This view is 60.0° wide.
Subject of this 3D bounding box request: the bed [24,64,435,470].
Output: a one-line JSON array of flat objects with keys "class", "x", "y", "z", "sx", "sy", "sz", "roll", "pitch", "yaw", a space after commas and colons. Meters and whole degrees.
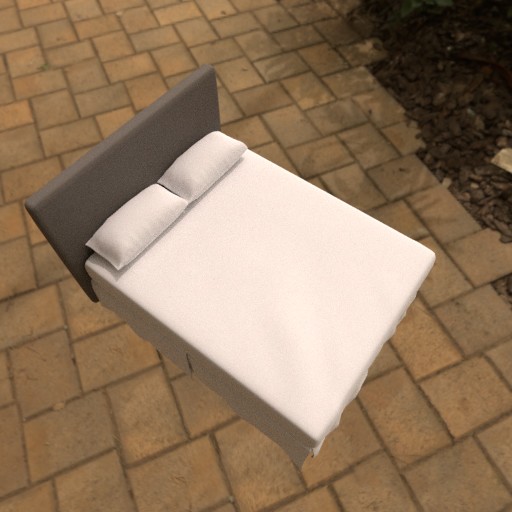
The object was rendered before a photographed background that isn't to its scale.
[{"class": "bed", "x": 0.000, "y": 0.000, "z": 3.121, "sx": 2.142, "sy": 1.330, "sz": 1.723, "roll": 33, "pitch": 64, "yaw": 19}]
